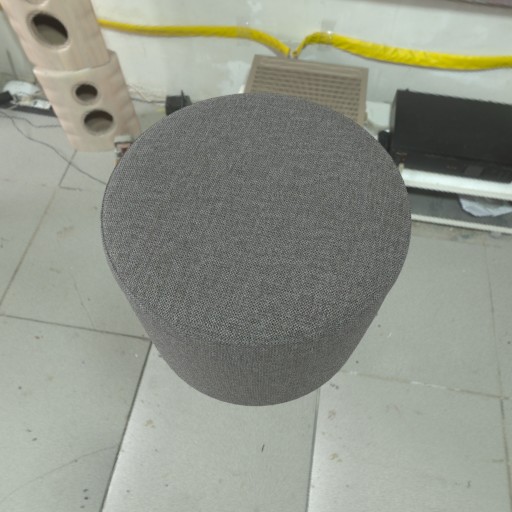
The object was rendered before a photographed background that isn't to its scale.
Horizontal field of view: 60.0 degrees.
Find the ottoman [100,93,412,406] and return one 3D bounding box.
[{"bbox_3d":[0.000,0.000,0.902,0.520,0.430,0.520,0,60,0],"label":"ottoman"}]
